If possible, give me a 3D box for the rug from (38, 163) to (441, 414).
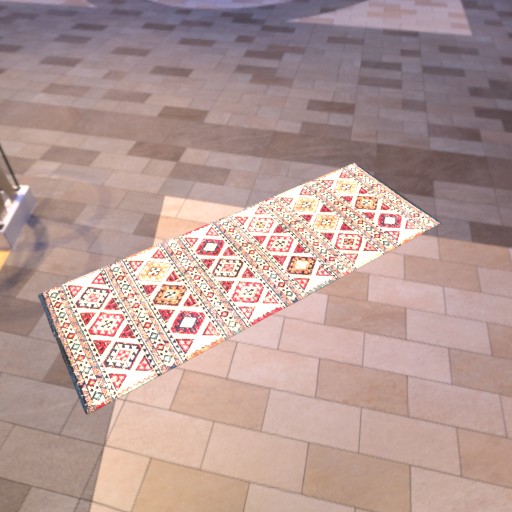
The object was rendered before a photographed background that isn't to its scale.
[{"bbox_3d":[0.000,0.000,2.672,2.362,0.008,0.832,-25,51,-23],"label":"rug"}]
